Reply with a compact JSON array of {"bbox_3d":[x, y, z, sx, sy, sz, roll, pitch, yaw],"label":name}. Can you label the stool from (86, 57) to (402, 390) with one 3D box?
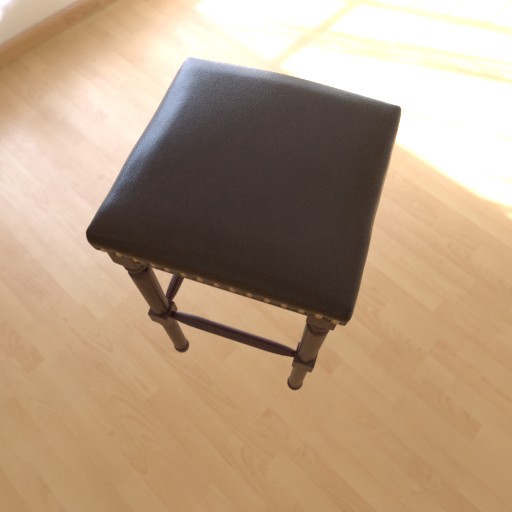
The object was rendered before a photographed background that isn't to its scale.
[{"bbox_3d":[0.000,0.000,0.934,0.383,0.702,0.382,16,65,8],"label":"stool"}]
